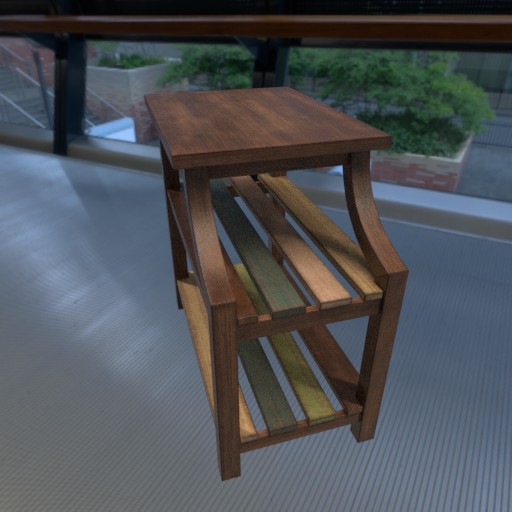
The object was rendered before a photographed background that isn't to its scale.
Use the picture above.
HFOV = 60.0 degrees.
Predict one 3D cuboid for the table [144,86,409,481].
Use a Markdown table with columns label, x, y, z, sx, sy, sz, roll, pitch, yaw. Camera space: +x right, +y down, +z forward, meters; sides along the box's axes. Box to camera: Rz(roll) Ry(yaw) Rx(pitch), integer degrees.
| label | x | y | z | sx | sy | sz | roll | pitch | yaw |
| --- | --- | --- | --- | --- | --- | --- | --- | --- | --- |
| table | 0.000 | 0.000 | 0.963 | 0.356 | 0.584 | 0.609 | -9 | 31 | -15 |
